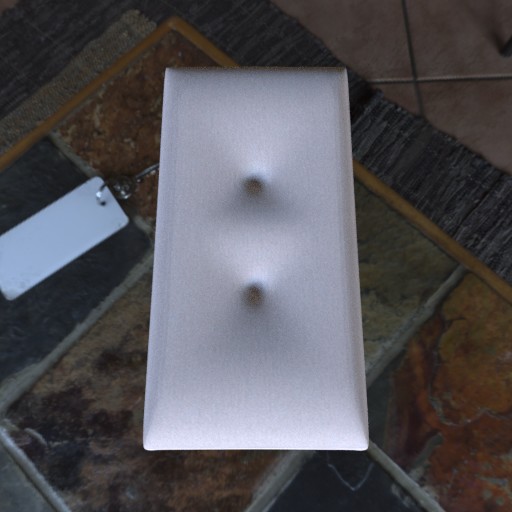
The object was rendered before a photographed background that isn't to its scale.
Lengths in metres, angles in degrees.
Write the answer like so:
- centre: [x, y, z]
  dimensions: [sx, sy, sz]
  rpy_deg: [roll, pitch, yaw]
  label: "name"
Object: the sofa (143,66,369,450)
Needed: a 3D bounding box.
- centre: [0.000, 0.000, 1.178]
  dimensions: [0.480, 0.470, 0.930]
  rpy_deg: [0, 75, 0]
  label: "sofa"
